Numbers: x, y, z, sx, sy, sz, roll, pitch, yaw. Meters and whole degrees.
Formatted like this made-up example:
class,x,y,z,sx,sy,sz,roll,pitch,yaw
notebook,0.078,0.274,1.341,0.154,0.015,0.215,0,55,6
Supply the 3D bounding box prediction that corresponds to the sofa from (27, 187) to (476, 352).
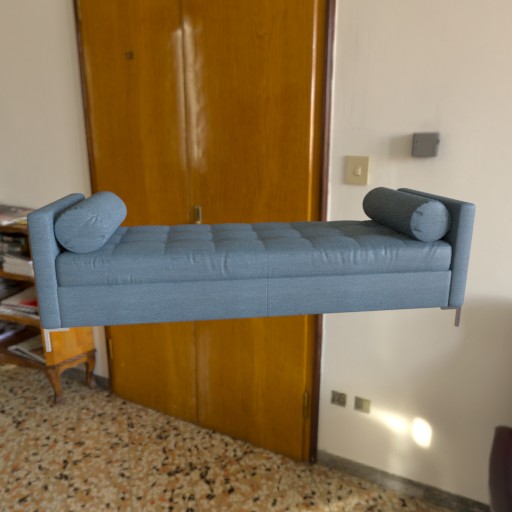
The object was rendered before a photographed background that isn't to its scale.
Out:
class,x,y,z,sx,sy,sz,roll,pitch,yaw
sofa,0.000,0.000,2.325,1.981,0.635,0.686,-2,15,-8
